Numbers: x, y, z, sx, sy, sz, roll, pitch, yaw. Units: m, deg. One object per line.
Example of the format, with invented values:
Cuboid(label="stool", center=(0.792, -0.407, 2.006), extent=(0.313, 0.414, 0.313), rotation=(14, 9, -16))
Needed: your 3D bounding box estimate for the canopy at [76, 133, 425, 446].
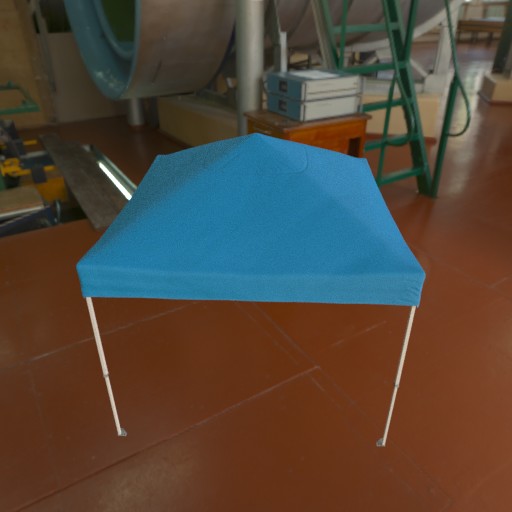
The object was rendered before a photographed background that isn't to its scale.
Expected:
Cuboid(label="canopy", center=(0.000, 0.000, 5.403), extent=(2.996, 2.997, 2.998), rotation=(1, 31, 2))
